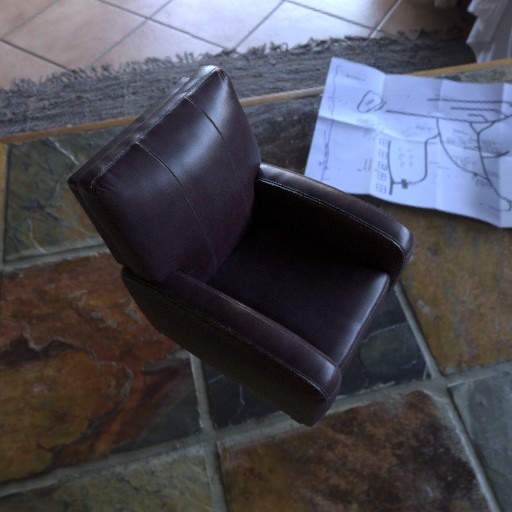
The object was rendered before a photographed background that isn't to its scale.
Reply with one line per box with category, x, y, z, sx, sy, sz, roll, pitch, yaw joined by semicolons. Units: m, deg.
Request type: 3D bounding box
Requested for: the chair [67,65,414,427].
chair;0.000;0.000;1.665;0.990;0.990;0.762;29;63;17
